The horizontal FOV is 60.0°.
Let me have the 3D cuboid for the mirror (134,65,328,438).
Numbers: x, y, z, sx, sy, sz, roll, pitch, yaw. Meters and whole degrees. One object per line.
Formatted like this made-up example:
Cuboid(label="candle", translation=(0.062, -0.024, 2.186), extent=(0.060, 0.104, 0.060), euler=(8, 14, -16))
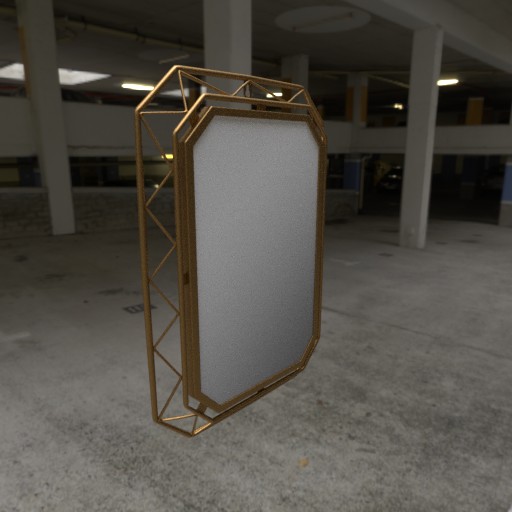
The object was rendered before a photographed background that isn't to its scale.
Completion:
Cuboid(label="mirror", translation=(0.000, 0.000, 0.736), extent=(0.042, 0.566, 0.417), euler=(12, 18, 42))
